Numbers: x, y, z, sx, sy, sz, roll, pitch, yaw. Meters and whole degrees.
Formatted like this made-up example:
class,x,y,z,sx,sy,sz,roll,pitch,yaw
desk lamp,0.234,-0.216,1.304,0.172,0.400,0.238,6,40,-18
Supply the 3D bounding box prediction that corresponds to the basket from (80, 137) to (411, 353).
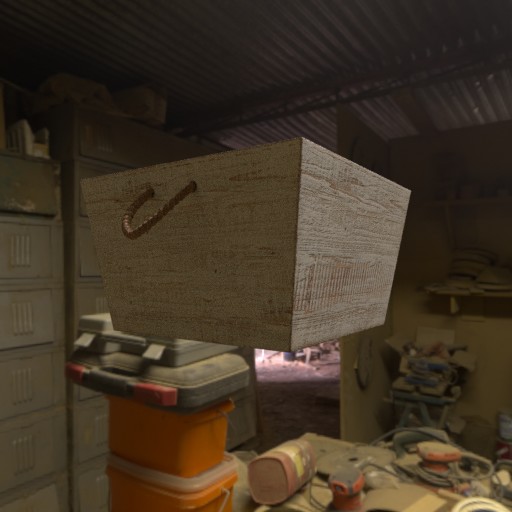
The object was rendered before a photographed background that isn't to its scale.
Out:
class,x,y,z,sx,sy,sz,roll,pitch,yaw
basket,0.000,0.000,0.769,0.413,0.247,0.545,-1,-2,35
